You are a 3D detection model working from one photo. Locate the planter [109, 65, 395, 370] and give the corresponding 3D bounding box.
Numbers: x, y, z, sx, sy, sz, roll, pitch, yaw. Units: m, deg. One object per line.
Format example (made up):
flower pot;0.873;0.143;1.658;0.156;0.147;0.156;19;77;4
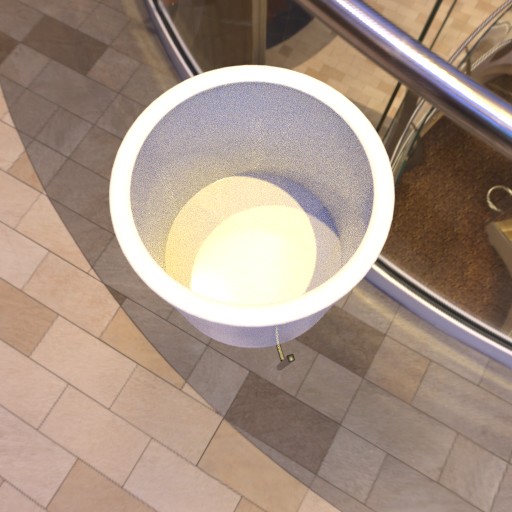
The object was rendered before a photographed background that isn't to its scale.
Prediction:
planter;0.000;0.000;0.732;0.360;0.480;0.361;-15;74;-4
